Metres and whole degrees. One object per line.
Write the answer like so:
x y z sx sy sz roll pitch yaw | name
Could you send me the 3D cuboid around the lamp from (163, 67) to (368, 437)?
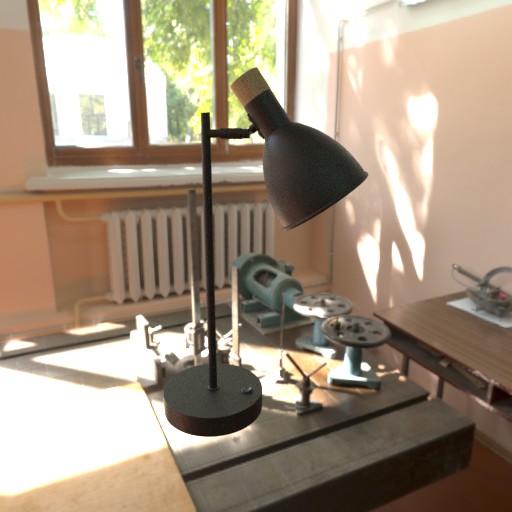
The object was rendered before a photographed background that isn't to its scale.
0.000 0.000 0.611 0.287 0.483 0.152 2 16 9 | lamp
